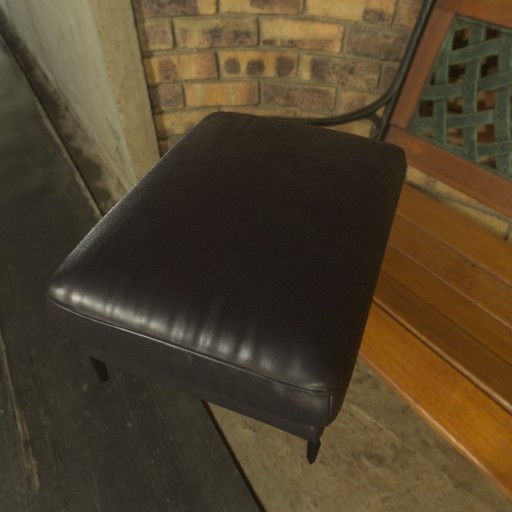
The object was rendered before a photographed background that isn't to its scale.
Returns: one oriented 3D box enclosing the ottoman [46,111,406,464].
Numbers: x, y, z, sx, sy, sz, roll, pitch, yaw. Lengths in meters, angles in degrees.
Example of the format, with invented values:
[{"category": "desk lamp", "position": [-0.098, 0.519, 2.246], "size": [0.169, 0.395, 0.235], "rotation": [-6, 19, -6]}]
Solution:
[{"category": "ottoman", "position": [0.000, 0.000, 1.061], "size": [0.570, 0.402, 0.764], "rotation": [15, 47, 15]}]
